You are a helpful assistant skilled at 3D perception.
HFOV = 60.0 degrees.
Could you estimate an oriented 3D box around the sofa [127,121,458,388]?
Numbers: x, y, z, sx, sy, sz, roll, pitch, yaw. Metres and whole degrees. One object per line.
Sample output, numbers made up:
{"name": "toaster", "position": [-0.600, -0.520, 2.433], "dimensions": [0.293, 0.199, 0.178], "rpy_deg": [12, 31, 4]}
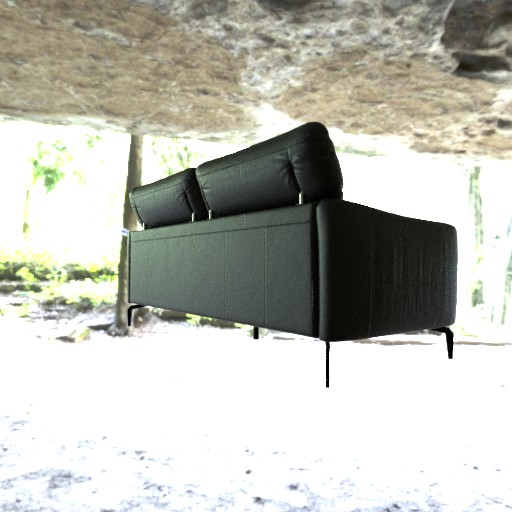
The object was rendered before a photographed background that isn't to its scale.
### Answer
{"name": "sofa", "position": [0.000, 0.000, 2.555], "dimensions": [0.856, 0.957, 2.069], "rpy_deg": [1, -1, -36]}
